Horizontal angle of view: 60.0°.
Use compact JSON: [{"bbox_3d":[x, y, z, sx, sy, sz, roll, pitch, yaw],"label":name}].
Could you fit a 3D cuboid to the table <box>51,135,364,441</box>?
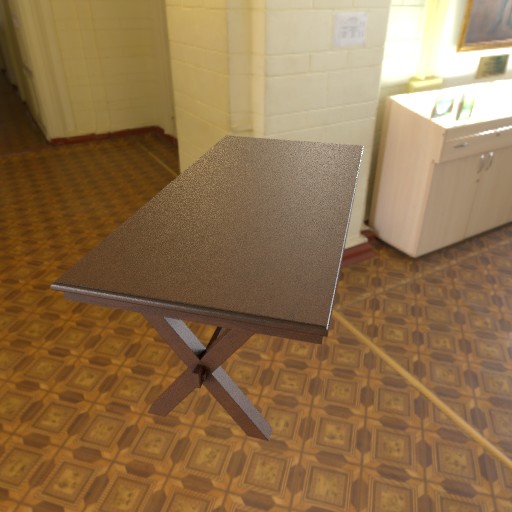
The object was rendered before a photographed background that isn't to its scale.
[{"bbox_3d":[0.000,0.000,1.496,0.594,0.459,1.197,8,32,13],"label":"table"}]
